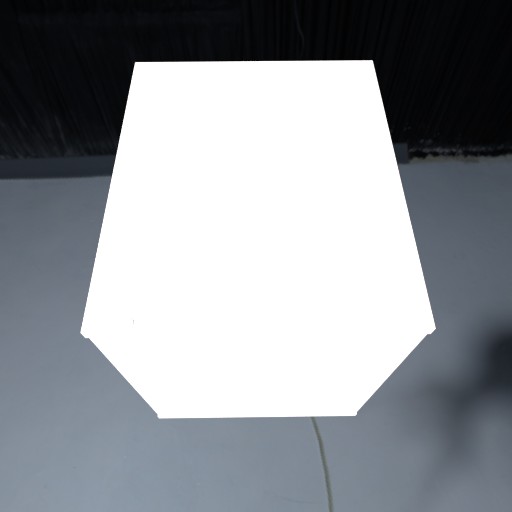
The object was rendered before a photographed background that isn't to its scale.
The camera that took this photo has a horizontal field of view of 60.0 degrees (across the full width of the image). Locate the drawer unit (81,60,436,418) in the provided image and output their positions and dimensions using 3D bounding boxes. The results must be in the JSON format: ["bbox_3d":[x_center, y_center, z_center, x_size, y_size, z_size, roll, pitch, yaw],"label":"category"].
[{"bbox_3d":[0.000,0.000,0.599,0.290,0.344,0.349,-1,59,0],"label":"drawer unit"}]
